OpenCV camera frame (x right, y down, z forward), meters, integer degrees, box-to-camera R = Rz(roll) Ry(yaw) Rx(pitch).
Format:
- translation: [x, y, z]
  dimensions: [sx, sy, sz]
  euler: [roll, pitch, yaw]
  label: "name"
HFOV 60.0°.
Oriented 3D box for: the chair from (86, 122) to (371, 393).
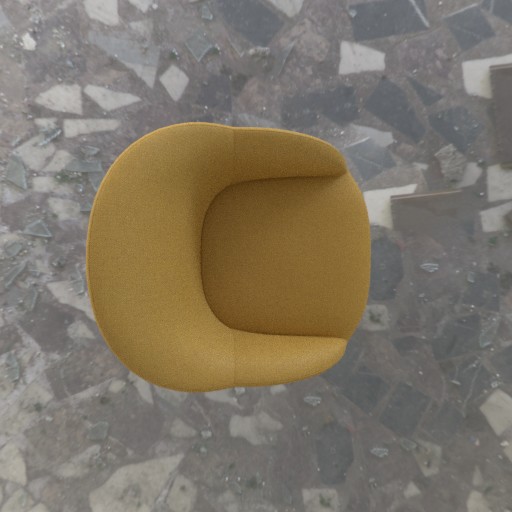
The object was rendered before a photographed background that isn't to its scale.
- translation: [0.000, 0.000, 1.157]
  dimensions: [0.583, 0.793, 0.551]
  euler: [0, 91, 1]
  label: "chair"
